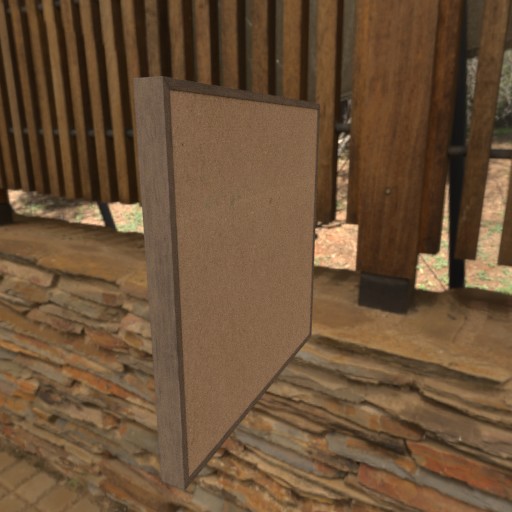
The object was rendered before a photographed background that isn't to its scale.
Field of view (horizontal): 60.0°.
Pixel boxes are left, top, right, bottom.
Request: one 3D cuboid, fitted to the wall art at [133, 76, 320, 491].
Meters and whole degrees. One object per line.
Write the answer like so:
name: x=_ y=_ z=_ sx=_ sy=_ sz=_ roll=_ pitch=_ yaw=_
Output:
wall art: x=0.000 y=0.000 z=0.742 sx=0.038 sy=0.508 sz=0.508 roll=7 pitch=17 yaw=25
